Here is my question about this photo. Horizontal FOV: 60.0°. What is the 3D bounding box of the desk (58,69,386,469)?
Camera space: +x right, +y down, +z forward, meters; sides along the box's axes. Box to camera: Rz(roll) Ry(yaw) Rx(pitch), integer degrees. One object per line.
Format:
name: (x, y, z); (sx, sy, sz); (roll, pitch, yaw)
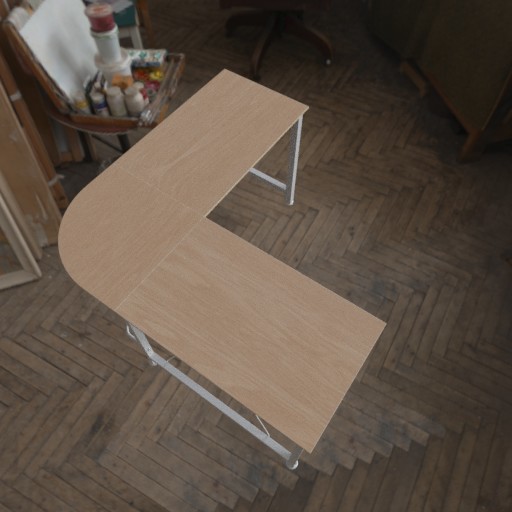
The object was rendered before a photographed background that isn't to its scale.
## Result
desk: (0.000, 0.000, 2.241); (1.400, 0.762, 1.400); (31, 63, 18)
